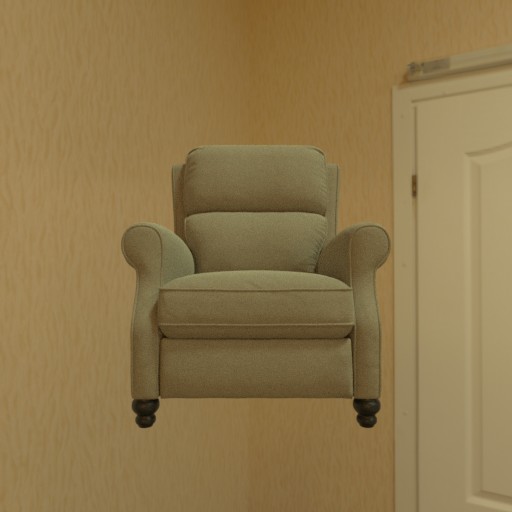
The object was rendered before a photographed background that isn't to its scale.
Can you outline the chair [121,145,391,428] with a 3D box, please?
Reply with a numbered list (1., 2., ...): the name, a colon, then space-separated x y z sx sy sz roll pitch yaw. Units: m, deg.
1. chair: 0.000 0.000 1.747 0.859 1.046 0.919 0 -1 0
